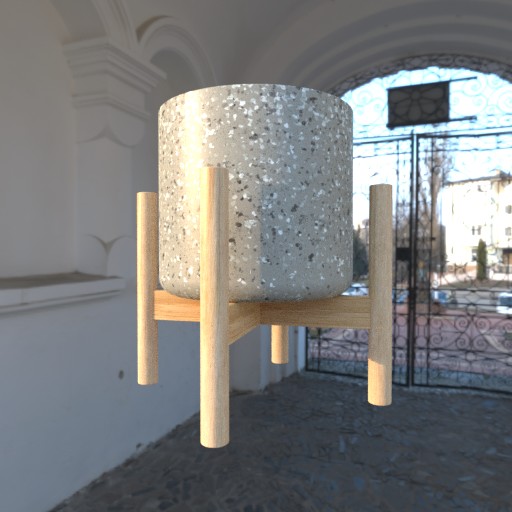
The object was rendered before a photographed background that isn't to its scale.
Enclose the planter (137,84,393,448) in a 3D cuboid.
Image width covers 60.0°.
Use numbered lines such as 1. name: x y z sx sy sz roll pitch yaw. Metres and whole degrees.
1. planter: 0.000 0.000 0.520 0.284 0.320 0.284 1 1 37
